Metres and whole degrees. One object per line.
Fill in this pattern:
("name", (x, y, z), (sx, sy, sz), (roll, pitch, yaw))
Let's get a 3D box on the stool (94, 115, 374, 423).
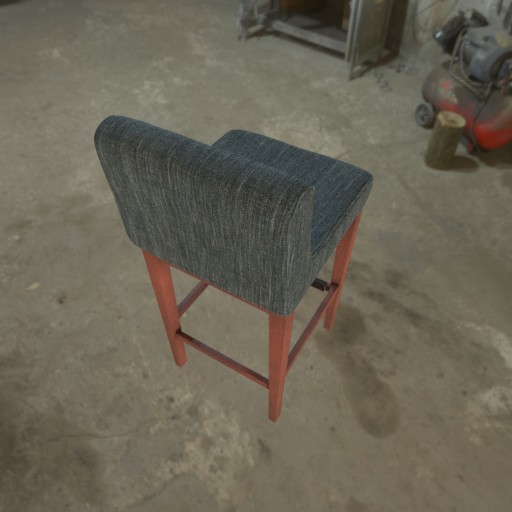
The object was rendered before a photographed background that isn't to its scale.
("stool", (0.000, 0.000, 1.107), (0.395, 0.835, 0.459), (24, 51, 21))
